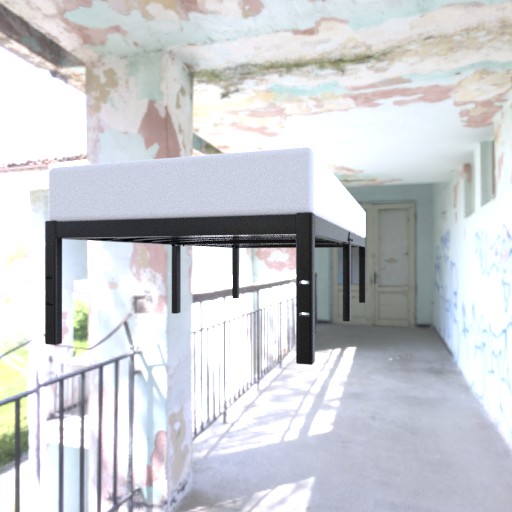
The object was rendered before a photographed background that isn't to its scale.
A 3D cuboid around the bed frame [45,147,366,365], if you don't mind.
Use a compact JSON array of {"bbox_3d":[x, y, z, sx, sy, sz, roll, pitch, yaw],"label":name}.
[{"bbox_3d":[0.000,0.000,2.407,1.023,0.659,1.950,0,0,18],"label":"bed frame"}]
